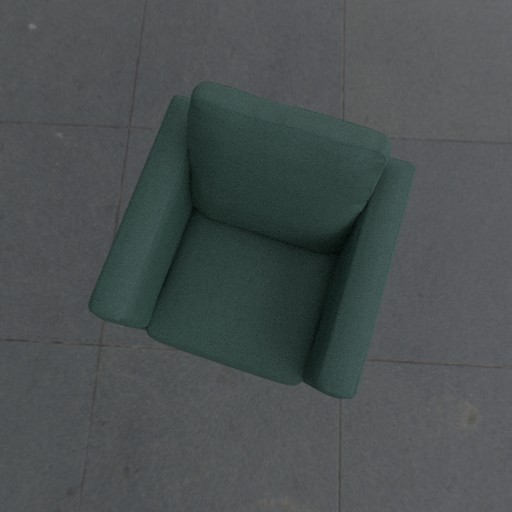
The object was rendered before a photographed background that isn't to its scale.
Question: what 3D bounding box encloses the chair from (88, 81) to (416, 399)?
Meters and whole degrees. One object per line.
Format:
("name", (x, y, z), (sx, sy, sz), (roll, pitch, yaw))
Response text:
("chair", (0.000, 0.000, 1.602), (0.855, 0.927, 0.800), (18, 77, 4))
